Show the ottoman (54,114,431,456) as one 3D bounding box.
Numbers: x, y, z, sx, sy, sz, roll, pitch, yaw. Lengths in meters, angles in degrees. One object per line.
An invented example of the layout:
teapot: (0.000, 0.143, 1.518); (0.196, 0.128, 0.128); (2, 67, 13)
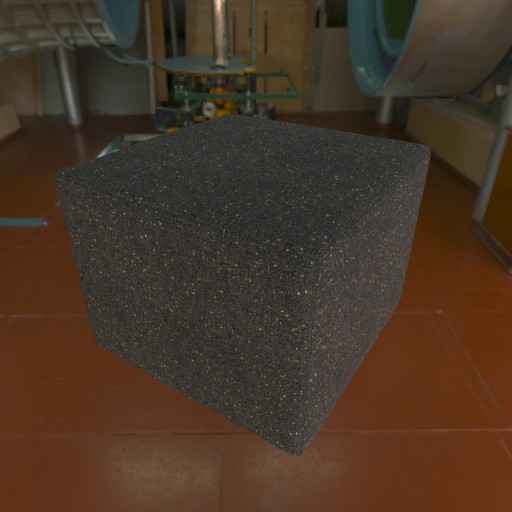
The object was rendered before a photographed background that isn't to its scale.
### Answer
ottoman: (0.000, 0.000, 0.894); (0.508, 0.432, 0.508); (19, 36, 28)
